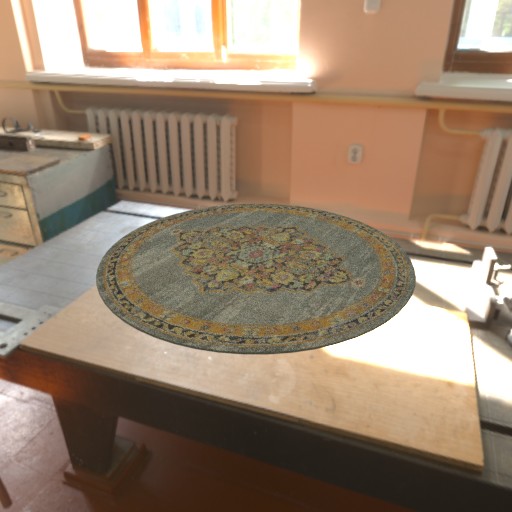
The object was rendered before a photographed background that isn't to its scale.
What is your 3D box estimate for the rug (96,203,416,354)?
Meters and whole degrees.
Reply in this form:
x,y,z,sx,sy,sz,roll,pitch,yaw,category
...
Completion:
x,y,z,sx,sy,sz,roll,pitch,yaw,category
0.000,0.000,2.325,1.598,0.010,1.598,0,26,0,rug
